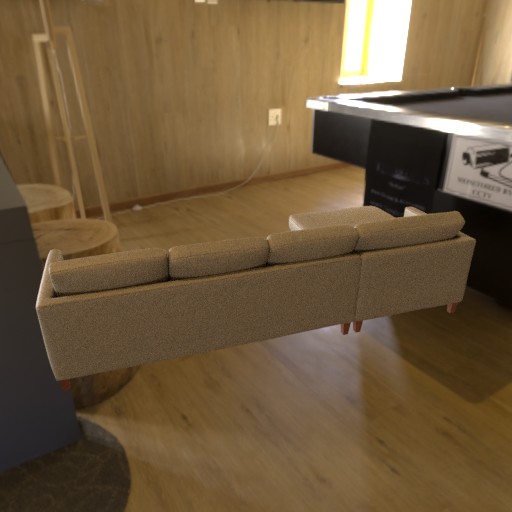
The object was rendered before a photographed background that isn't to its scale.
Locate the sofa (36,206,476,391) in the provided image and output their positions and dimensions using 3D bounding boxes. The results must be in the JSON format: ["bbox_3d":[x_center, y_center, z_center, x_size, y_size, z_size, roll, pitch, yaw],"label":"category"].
[{"bbox_3d":[0.000,0.000,3.752,3.201,0.876,1.502,-8,27,-16],"label":"sofa"}]
